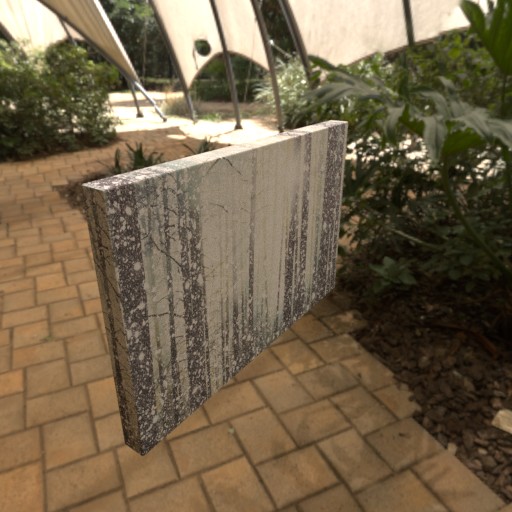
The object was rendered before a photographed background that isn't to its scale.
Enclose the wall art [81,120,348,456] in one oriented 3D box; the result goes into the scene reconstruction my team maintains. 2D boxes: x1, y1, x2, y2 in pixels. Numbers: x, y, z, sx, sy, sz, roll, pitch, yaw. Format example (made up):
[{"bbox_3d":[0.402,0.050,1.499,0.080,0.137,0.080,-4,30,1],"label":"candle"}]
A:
[{"bbox_3d":[0.000,0.000,0.795,0.042,0.398,0.618,17,30,32],"label":"wall art"}]
